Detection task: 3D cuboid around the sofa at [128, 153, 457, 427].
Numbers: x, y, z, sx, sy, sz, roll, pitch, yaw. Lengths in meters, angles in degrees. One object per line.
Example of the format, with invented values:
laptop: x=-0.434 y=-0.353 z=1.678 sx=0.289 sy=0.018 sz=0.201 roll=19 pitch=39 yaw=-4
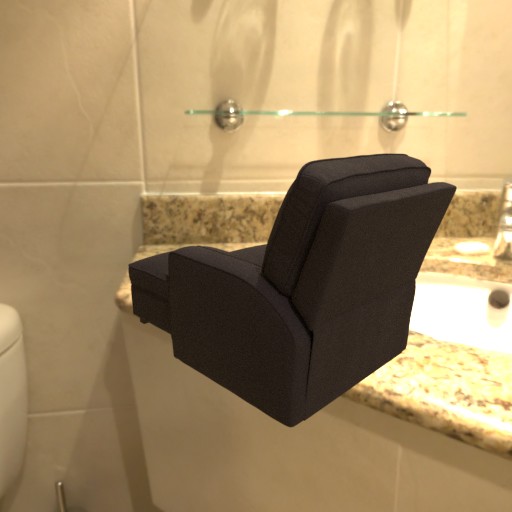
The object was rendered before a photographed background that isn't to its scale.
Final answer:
sofa: x=0.000 y=0.000 z=2.068 sx=0.861 sy=0.959 sz=1.472 roll=-15 pitch=22 yaw=-43
